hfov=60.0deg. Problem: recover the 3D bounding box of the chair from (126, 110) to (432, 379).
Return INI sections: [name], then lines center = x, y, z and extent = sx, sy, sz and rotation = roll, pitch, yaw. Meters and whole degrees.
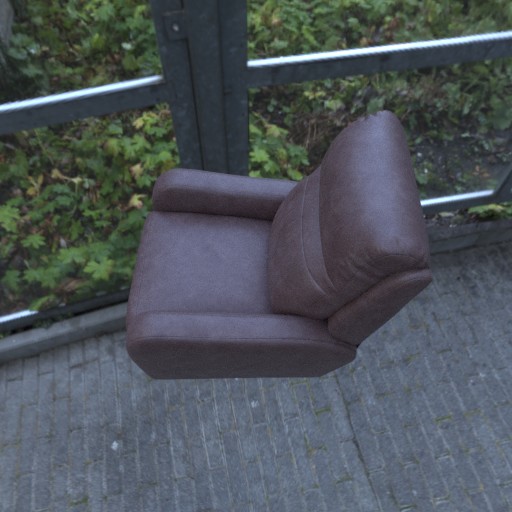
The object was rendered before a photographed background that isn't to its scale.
[chair]
center = 0.000, 0.000, 1.841
extent = 1.067, 1.067, 0.865
rotation = 1, 58, 1
